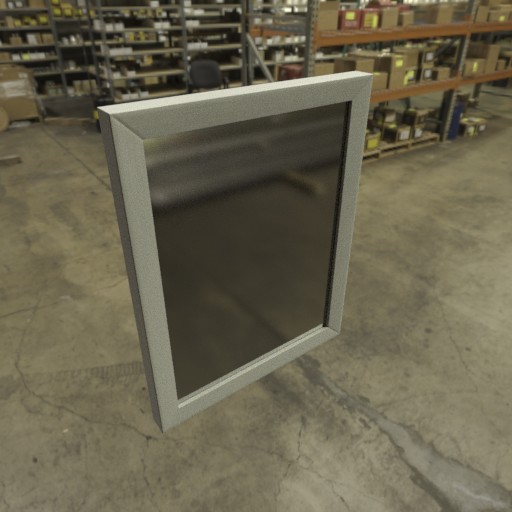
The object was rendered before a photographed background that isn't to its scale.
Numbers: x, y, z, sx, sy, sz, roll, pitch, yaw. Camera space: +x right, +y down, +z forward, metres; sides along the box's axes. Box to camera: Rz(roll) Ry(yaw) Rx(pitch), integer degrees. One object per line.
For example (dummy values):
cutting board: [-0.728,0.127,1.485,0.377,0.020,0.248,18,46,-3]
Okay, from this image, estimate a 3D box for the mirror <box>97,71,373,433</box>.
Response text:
mirror: [0.000,0.000,0.703,0.405,0.508,0.041,-21,37,-31]
